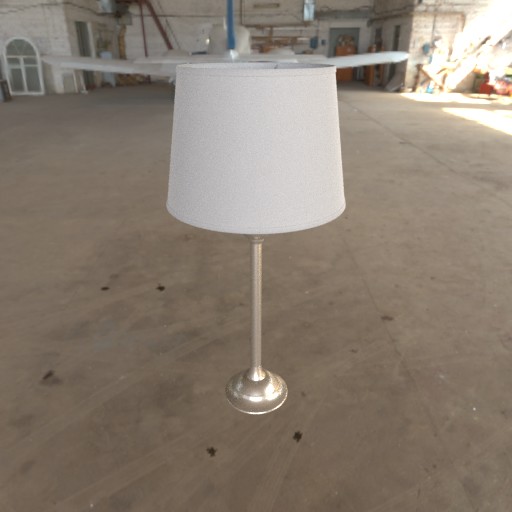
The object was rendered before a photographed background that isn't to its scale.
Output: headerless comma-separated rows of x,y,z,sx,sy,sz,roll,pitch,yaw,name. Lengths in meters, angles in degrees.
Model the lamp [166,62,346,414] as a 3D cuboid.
0.000,0.000,0.883,0.331,0.698,0.331,0,25,0,lamp
